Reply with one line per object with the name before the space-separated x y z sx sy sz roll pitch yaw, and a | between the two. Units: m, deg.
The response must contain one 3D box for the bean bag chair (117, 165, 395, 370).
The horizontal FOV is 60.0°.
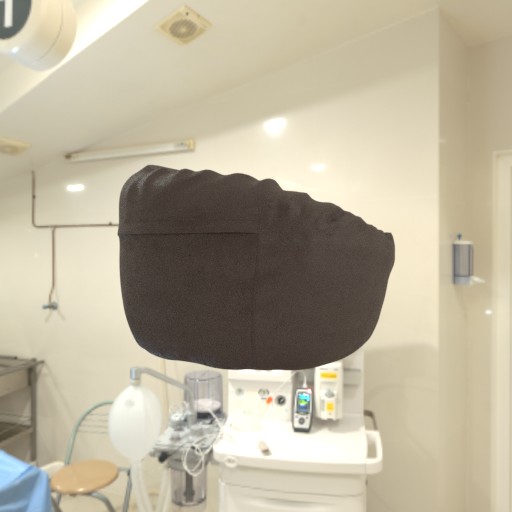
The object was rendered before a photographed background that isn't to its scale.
bean bag chair | 0.000 0.000 2.081 1.245 0.821 1.245 0 0 0
